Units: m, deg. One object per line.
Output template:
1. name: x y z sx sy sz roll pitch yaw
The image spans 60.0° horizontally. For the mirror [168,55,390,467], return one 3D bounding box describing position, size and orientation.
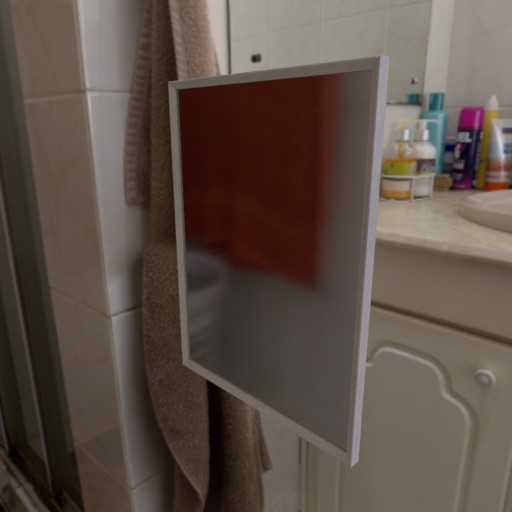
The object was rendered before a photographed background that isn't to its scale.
1. mirror: 0.000 0.000 1.318 0.041 1.016 0.762 -15 22 -43
